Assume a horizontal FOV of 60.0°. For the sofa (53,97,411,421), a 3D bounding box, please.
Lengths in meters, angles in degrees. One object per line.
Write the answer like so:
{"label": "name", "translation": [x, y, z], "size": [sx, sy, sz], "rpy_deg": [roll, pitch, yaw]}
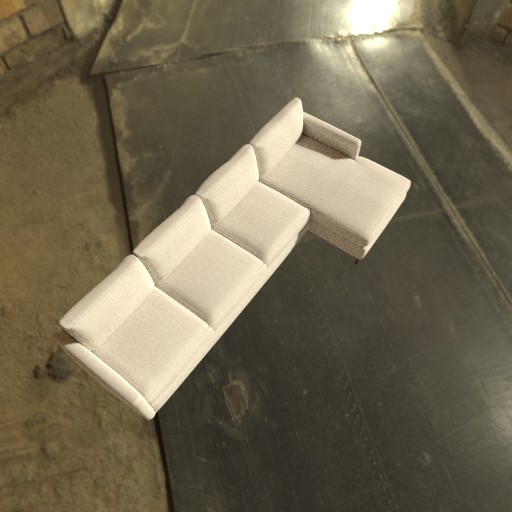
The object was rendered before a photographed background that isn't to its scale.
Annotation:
{"label": "sofa", "translation": [0.000, 0.000, 2.985], "size": [1.126, 0.677, 2.445], "rpy_deg": [33, 64, 18]}
